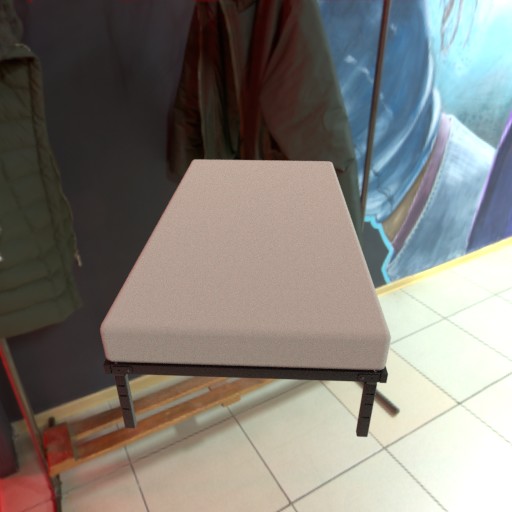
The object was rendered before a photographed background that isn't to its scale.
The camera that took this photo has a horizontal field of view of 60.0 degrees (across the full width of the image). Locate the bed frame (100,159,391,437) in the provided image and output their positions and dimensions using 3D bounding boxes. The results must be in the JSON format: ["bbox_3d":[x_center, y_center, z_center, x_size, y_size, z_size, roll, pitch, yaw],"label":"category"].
[{"bbox_3d":[0.000,0.000,3.331,1.393,0.680,2.635,1,29,2],"label":"bed frame"}]
